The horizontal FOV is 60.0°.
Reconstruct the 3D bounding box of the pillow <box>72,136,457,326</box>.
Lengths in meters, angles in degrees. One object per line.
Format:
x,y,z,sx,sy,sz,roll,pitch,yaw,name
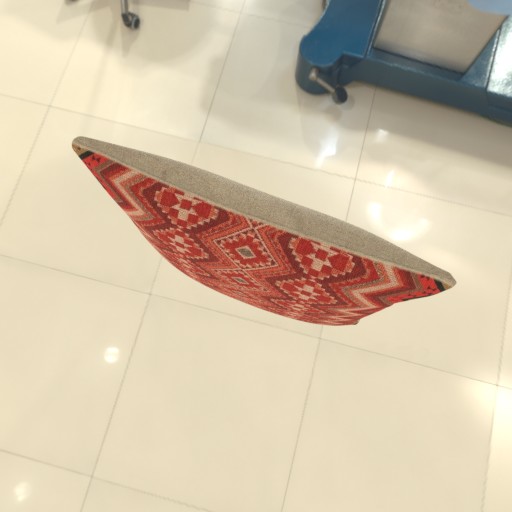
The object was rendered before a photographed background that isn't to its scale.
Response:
0.000,0.000,0.796,0.513,0.511,0.158,21,77,5,pillow
